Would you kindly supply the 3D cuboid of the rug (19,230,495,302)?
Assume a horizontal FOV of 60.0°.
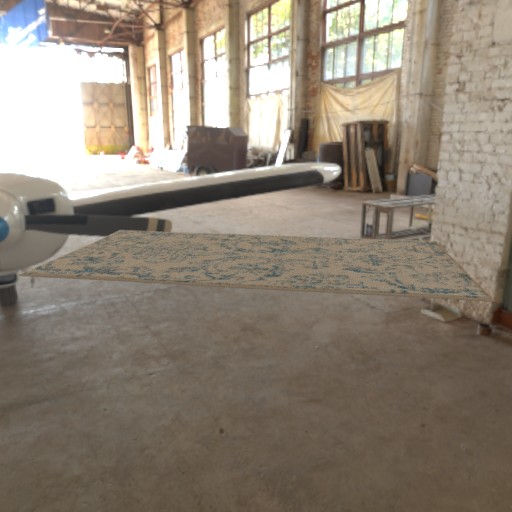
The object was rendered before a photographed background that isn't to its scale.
[{"bbox_3d":[0.000,0.000,1.404,1.220,0.007,0.605,2,15,9],"label":"rug"}]
